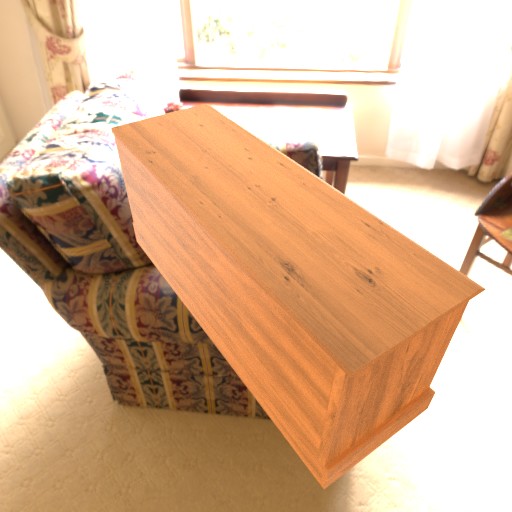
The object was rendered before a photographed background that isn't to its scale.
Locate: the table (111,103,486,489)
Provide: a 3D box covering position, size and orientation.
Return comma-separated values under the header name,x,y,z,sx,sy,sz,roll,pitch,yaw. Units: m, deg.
name,x,y,z,sx,sy,sz,roll,pitch,yaw
table,0.000,0.000,1.415,0.400,0.510,1.200,-24,47,-25
